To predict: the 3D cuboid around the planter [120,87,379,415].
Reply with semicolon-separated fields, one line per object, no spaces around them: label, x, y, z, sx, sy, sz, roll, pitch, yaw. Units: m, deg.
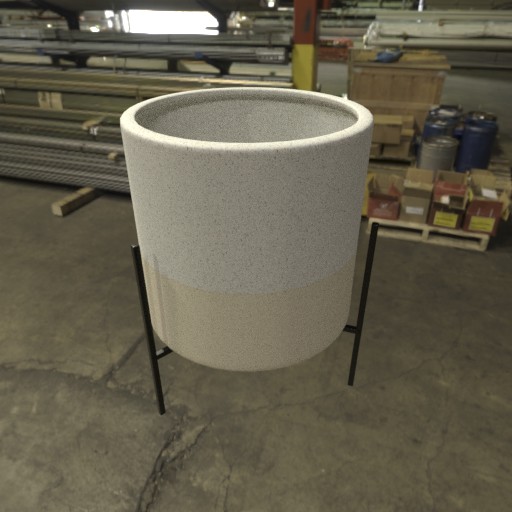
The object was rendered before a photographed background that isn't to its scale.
planter;0.000;0.000;0.659;0.335;0.423;0.313;10;33;16
